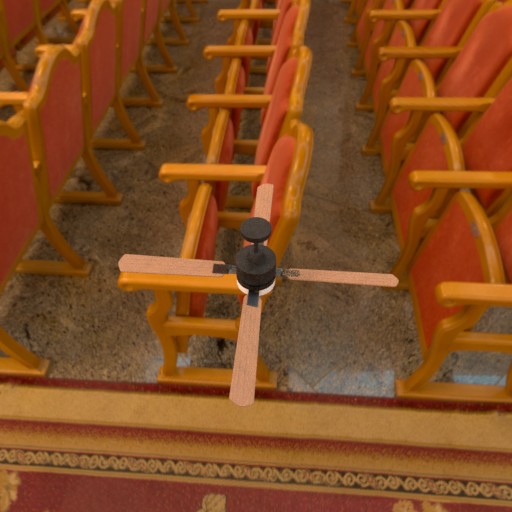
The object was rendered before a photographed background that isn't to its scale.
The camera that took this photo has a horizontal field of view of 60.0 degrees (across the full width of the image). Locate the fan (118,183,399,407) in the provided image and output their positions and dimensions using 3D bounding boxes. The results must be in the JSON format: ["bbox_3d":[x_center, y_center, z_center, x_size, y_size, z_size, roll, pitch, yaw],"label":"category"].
[{"bbox_3d":[0.000,0.000,2.006,1.320,0.355,1.320,4,47,3],"label":"fan"}]
